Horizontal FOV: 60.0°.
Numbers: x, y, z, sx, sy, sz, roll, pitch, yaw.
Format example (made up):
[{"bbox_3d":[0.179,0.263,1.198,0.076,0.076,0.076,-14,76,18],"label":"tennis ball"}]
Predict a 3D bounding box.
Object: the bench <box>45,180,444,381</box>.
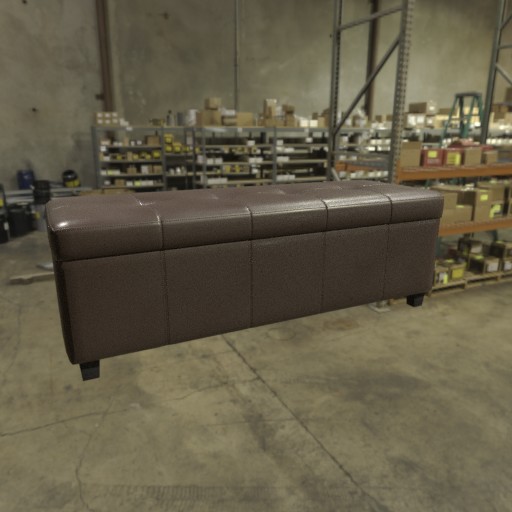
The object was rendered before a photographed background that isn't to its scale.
[{"bbox_3d":[0.000,0.000,1.460,1.219,0.417,0.450,-8,18,-25],"label":"bench"}]
